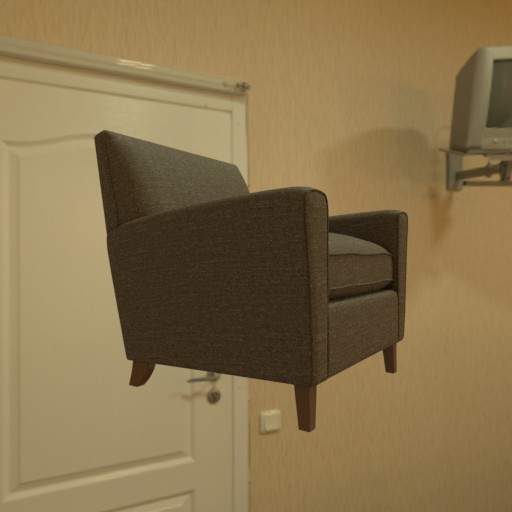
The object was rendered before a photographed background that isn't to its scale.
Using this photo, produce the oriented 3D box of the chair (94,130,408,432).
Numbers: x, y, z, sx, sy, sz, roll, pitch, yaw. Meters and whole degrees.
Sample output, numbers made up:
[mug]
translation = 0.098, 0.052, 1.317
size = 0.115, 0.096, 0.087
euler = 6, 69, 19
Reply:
[chair]
translation = 0.000, 0.000, 1.636
size = 0.875, 0.885, 0.838
euler = 0, 0, 35
